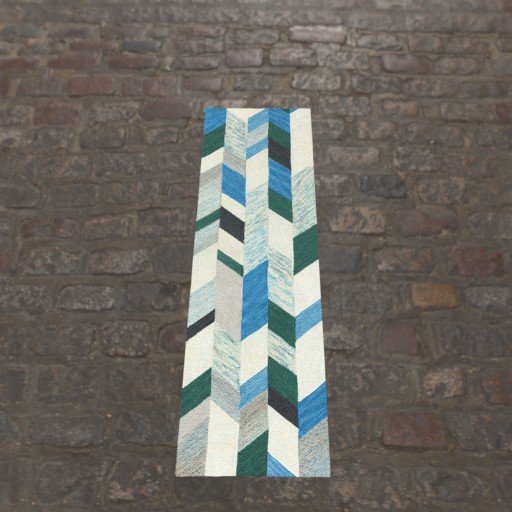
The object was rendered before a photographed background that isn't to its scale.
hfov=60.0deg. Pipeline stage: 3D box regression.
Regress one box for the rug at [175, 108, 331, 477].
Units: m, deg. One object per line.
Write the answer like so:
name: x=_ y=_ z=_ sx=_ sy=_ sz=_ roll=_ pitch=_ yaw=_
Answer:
rug: x=0.000 y=0.000 z=2.723 sx=0.774 sy=0.008 sz=2.437 roll=1 pitch=63 yaw=0
